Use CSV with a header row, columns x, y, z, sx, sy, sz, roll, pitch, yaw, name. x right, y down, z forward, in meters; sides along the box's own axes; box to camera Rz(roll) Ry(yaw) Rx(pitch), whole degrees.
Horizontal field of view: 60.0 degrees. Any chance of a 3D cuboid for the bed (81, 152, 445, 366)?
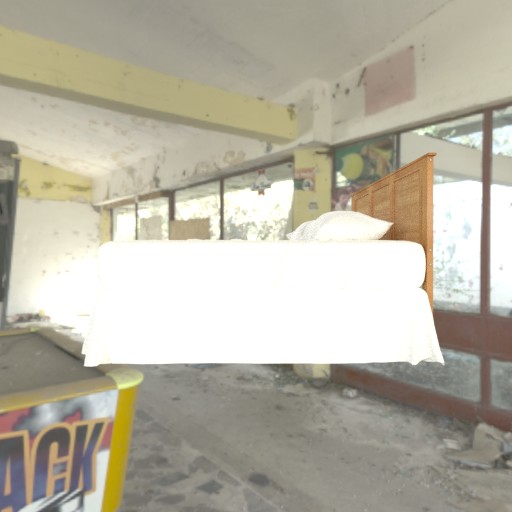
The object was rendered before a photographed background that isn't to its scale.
x,y,z,sx,sy,sz,roll,pitch,yaw,name
0.000,0.000,3.644,2.215,1.270,2.317,0,0,-1,bed
